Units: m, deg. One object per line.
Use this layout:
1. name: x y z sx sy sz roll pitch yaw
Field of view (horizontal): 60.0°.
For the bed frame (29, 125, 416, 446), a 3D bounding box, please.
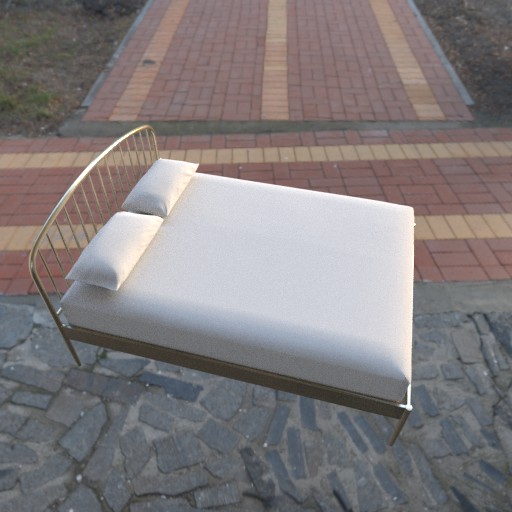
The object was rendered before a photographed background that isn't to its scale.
1. bed frame: 0.000 0.000 3.025 2.152 1.175 1.612 11 45 11
